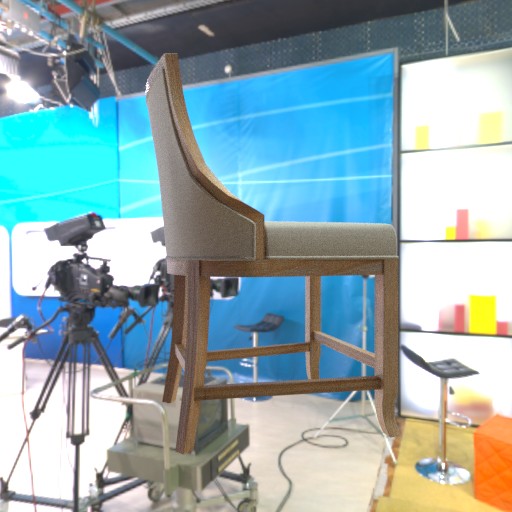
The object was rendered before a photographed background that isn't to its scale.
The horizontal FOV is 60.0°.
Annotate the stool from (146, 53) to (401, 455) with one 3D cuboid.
[{"bbox_3d":[0.000,0.000,1.303,0.626,0.938,0.524,0,1,-17],"label":"stool"}]
